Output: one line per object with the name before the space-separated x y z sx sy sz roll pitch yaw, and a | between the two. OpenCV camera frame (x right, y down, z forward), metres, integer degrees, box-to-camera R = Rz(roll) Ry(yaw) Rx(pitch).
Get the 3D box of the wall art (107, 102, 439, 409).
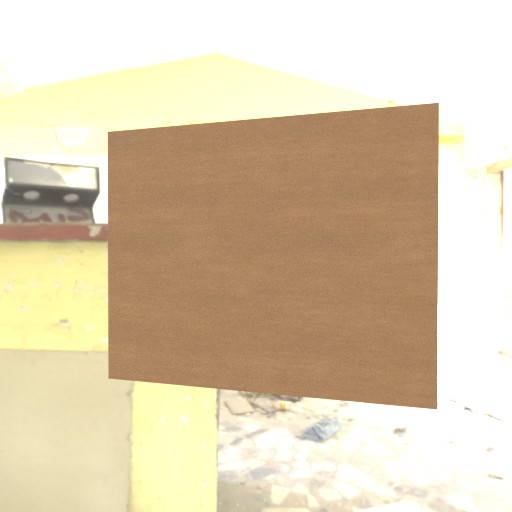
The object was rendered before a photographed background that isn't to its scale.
wall art | 0.000 0.000 0.665 0.508 0.408 0.010 0 1 16
